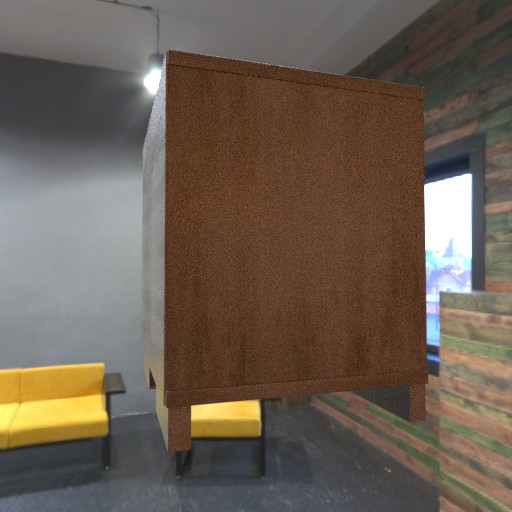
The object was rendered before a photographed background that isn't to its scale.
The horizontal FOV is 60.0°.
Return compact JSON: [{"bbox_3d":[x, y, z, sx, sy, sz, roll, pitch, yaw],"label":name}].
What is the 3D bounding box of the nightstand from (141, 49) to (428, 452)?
[{"bbox_3d":[0.000,0.000,0.744,0.347,0.448,0.427,1,-2,-18],"label":"nightstand"}]
